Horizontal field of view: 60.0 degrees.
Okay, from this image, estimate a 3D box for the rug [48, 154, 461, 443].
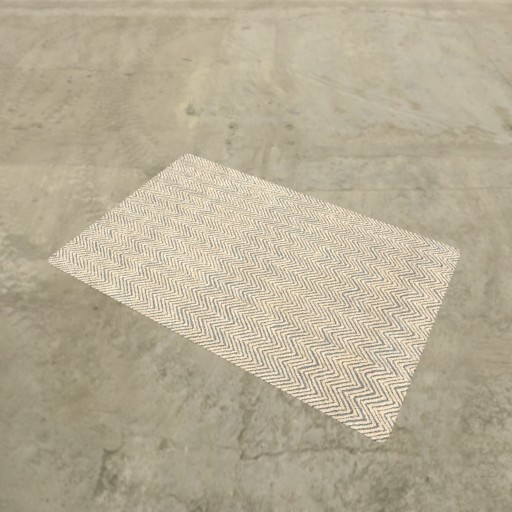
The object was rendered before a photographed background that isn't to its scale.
[{"bbox_3d":[0.000,0.000,2.220,1.752,0.008,1.144,23,50,21],"label":"rug"}]
